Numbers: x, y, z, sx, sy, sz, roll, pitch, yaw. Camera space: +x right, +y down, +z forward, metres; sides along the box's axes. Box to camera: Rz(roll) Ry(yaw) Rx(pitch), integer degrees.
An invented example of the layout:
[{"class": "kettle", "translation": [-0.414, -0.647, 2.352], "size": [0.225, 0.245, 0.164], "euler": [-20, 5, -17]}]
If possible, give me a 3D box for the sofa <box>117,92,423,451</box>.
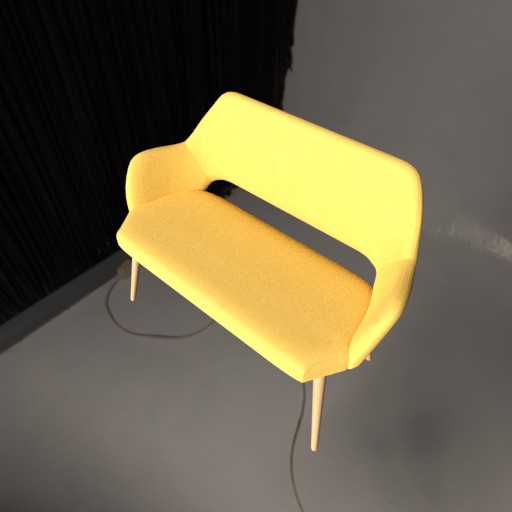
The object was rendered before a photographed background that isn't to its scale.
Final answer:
[{"class": "sofa", "translation": [0.000, 0.000, 1.642], "size": [1.150, 0.840, 0.610], "euler": [32, 53, 28]}]
